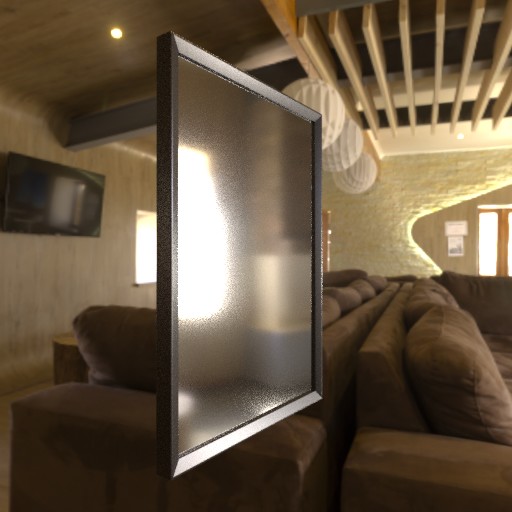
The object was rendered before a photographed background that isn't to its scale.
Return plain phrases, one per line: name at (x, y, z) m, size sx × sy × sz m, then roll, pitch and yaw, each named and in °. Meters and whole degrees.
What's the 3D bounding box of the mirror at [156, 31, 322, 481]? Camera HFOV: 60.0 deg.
mirror at (0.000, 0.000, 0.914) m, size 0.039 × 0.710 × 0.507 m, roll 0°, pitch 0°, yaw 36°
